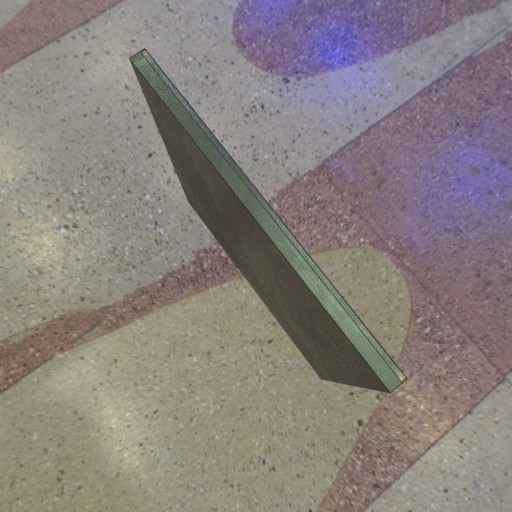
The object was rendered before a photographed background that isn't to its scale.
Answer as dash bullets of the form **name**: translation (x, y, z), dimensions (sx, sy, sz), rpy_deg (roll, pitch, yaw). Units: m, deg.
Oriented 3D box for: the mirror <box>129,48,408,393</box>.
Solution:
- **mirror**: translation (0.000, 0.000, 0.571), dimensions (0.020, 0.381, 0.382), rpy_deg (-36, 79, -8)
